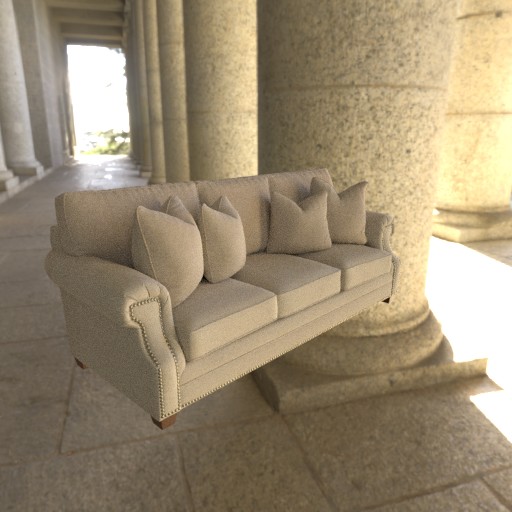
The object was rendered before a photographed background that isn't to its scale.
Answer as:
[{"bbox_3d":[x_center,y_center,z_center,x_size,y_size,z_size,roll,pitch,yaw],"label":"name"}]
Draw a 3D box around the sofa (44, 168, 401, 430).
[{"bbox_3d":[0.000,0.000,2.818,0.965,0.975,2.312,15,22,42],"label":"sofa"}]
